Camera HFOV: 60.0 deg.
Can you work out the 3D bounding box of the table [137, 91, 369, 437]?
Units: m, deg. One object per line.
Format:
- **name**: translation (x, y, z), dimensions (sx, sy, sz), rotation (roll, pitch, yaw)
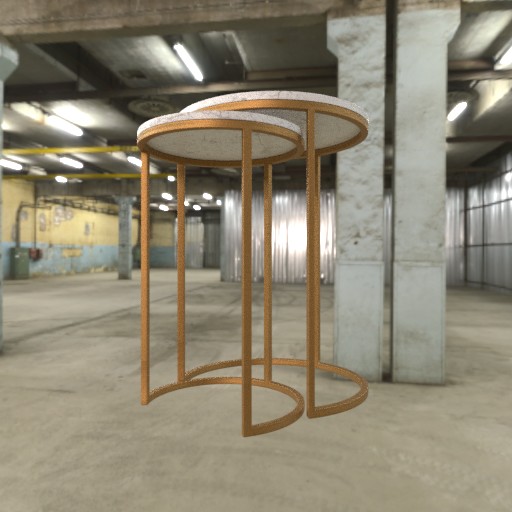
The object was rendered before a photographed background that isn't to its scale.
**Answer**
- **table**: translation (0.000, 0.000, 0.896), dimensions (0.400, 0.550, 0.507), rotation (0, 0, 37)
